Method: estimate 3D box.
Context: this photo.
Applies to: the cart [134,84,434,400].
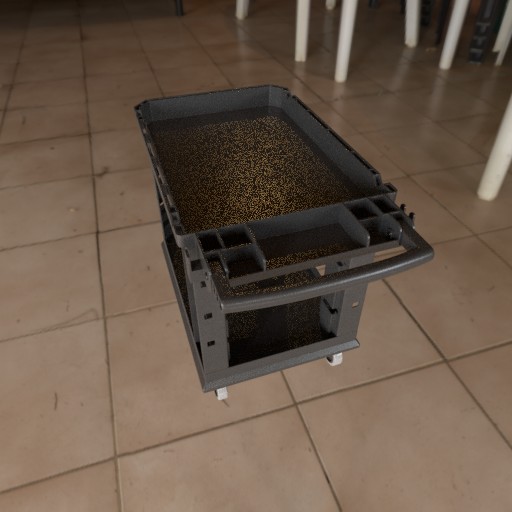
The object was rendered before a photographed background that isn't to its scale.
[{"bbox_3d":[0.000,0.000,1.779,0.674,0.884,1.239,-13,42,-14],"label":"cart"}]
